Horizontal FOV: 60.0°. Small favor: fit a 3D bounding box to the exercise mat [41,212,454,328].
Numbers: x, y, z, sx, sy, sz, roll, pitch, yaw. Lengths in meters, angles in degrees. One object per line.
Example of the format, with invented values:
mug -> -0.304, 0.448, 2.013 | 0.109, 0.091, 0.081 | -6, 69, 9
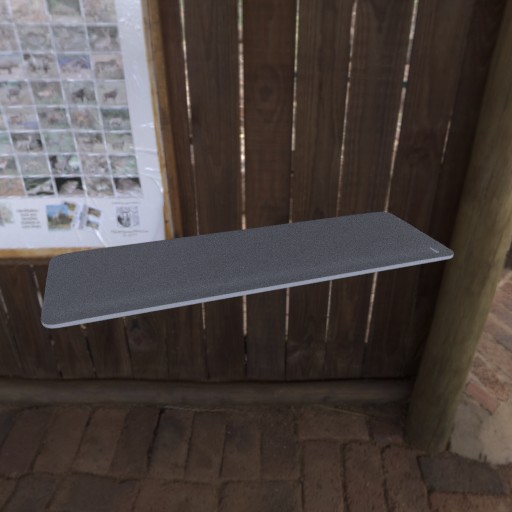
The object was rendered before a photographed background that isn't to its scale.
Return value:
exercise mat -> 0.000, 0.000, 2.145 | 1.884, 0.021, 0.616 | -9, 28, -17
